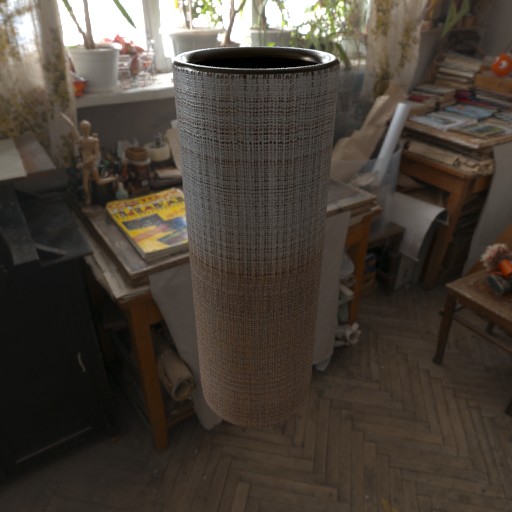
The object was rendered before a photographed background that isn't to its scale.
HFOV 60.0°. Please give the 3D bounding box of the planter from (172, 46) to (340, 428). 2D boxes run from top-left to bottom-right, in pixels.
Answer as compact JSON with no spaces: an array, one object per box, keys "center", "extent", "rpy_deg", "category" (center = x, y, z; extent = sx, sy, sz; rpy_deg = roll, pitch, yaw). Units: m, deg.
[{"center":[0.000,0.000,0.335],"extent":[0.099,0.278,0.099],"rpy_deg":[9,33,15],"category":"planter"}]
